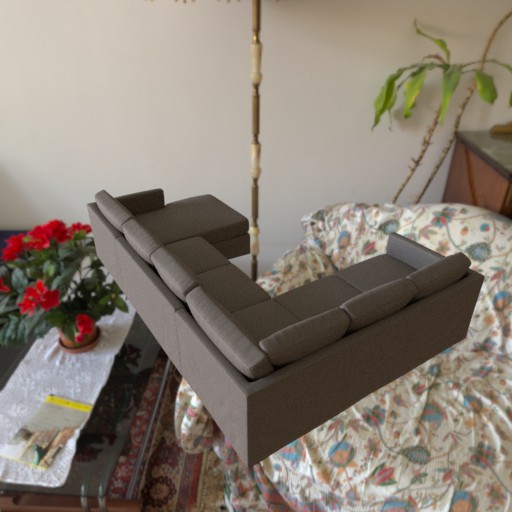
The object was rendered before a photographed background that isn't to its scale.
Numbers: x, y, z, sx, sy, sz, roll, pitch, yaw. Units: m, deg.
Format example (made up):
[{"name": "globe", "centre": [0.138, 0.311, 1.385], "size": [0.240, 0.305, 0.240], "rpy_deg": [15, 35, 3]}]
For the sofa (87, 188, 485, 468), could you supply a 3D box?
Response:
[{"name": "sofa", "centre": [0.000, 0.000, 4.567], "size": [2.427, 0.882, 3.460], "rpy_deg": [-19, 35, -29]}]
